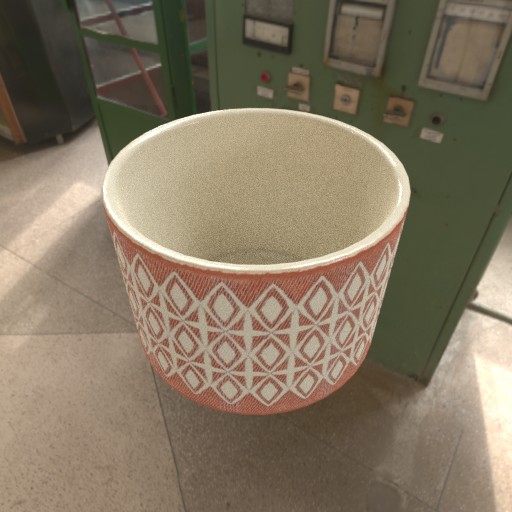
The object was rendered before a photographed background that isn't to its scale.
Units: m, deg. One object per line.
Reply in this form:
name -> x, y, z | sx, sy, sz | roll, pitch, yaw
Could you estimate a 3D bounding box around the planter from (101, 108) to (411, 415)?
planter -> 0.000, 0.000, 0.332 | 0.192, 0.148, 0.192 | 0, 41, 0
